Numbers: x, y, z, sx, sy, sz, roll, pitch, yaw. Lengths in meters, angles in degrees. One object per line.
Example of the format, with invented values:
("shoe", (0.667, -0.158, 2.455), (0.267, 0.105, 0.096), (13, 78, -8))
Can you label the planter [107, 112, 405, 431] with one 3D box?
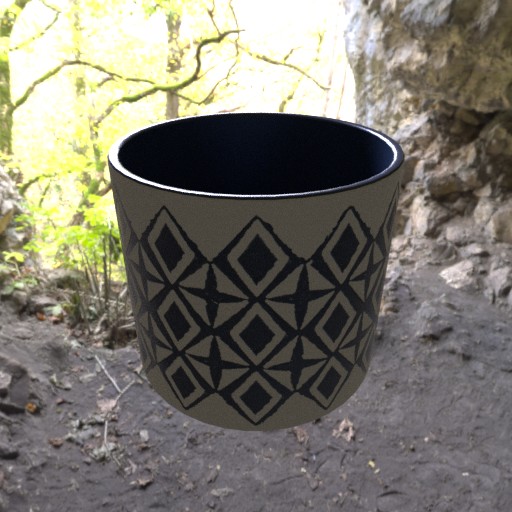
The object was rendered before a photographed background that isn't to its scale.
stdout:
("planter", (0.000, 0.000, 0.320), (0.182, 0.165, 0.182), (0, 30, 0))
